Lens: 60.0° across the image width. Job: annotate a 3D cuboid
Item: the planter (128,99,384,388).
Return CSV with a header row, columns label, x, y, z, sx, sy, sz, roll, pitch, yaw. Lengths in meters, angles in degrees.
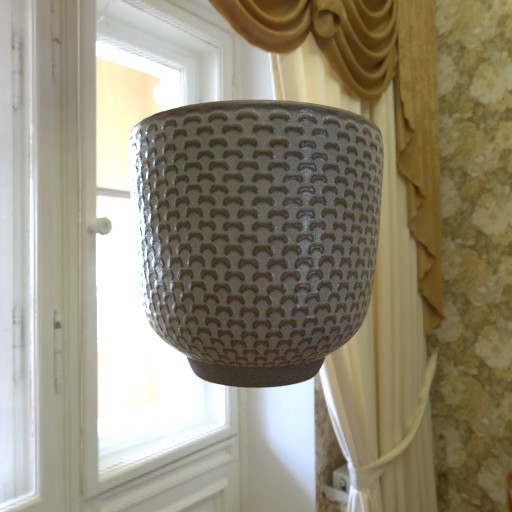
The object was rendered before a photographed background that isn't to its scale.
label,x,y,z,sx,sy,sz,roll,pitch,yaw
planter,0.000,0.000,0.250,0.139,0.130,0.139,0,0,0
